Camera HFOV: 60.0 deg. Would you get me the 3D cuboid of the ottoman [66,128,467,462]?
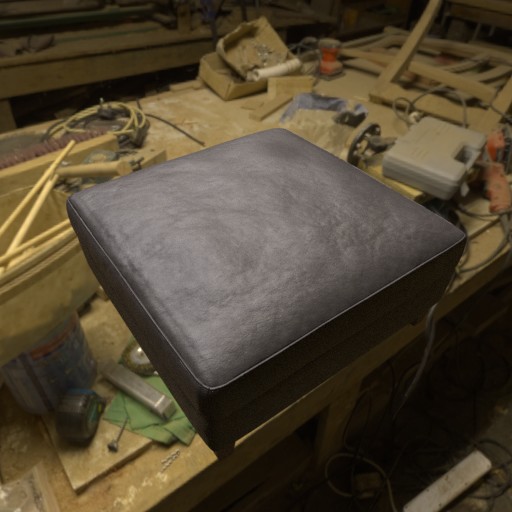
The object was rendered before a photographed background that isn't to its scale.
[{"bbox_3d":[0.000,0.000,1.332,0.844,0.415,0.836,-26,47,-26],"label":"ottoman"}]
